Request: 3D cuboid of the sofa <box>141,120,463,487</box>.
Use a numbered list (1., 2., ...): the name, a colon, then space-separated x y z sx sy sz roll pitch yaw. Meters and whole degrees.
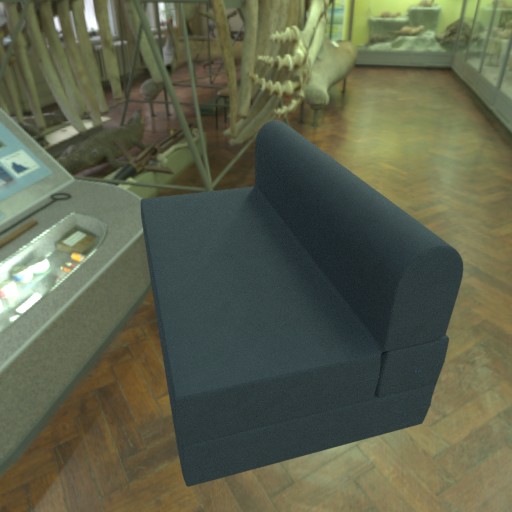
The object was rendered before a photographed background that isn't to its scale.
1. sofa: 0.000 0.000 1.621 0.762 0.660 1.219 -9 32 -14
